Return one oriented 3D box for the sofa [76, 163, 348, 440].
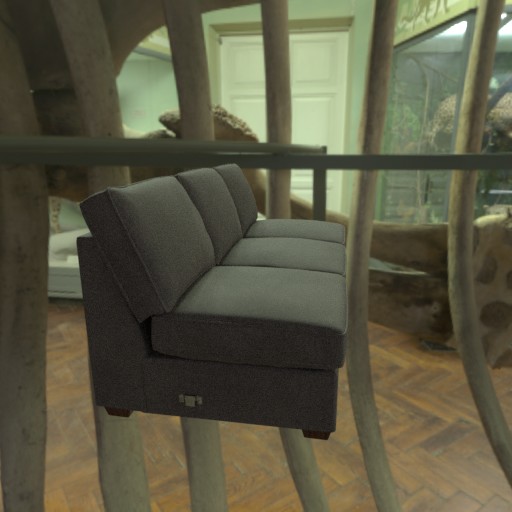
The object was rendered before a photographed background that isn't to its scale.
[{"bbox_3d":[0.000,0.000,2.528,1.027,0.973,1.962,3,15,10],"label":"sofa"}]
